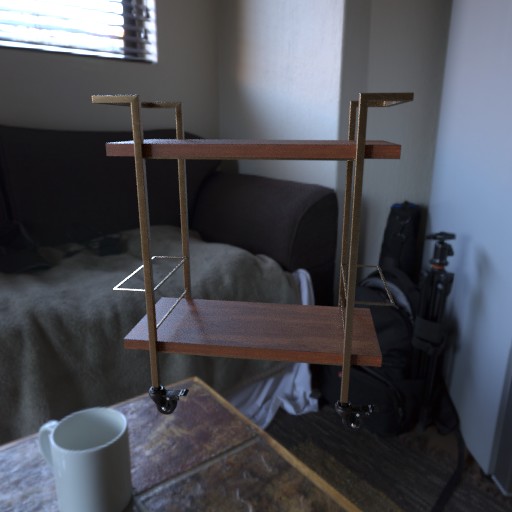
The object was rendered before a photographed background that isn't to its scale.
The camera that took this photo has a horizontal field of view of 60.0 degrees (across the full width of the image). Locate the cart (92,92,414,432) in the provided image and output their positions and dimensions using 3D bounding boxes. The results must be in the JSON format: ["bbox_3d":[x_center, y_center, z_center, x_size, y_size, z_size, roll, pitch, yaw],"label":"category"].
[{"bbox_3d":[0.000,0.000,1.203,0.695,0.807,0.364,2,17,8],"label":"cart"}]
